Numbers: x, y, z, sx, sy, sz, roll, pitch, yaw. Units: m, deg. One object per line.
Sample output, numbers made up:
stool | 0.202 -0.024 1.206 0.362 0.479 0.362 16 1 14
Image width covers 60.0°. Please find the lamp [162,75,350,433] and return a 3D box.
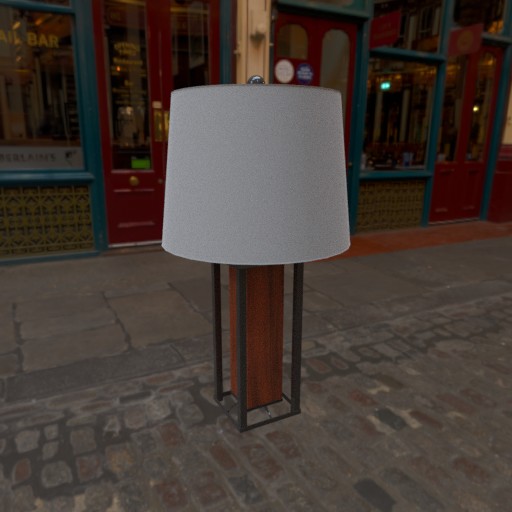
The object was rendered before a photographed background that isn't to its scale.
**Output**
lamp | 0.000 0.000 0.774 0.320 0.591 0.320 0 14 0
